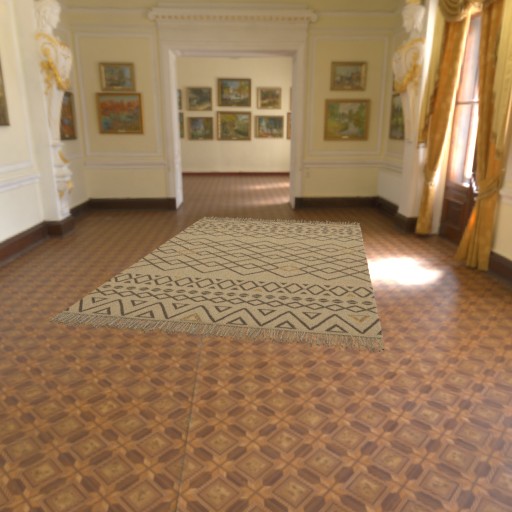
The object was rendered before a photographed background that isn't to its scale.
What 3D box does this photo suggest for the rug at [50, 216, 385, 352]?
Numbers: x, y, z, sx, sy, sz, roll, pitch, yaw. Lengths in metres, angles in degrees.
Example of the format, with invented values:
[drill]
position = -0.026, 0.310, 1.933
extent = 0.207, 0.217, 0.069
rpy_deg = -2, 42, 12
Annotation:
[rug]
position = 0.000, 0.000, 3.050
extent = 1.495, 0.035, 2.472
rpy_deg = 3, 17, 10
